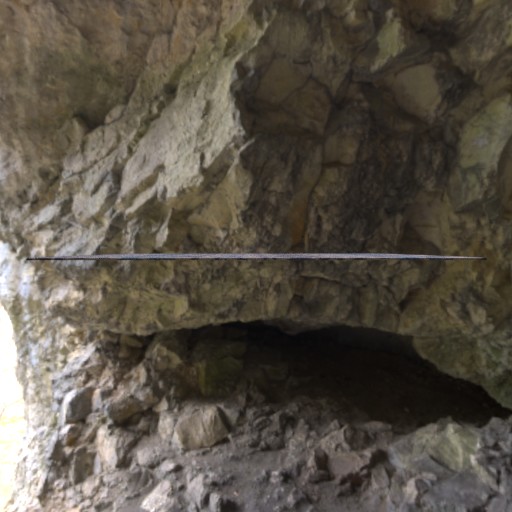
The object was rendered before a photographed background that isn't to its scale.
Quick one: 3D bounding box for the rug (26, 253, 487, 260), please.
[{"bbox_3d":[0.000,0.000,2.996,2.261,0.013,1.676,0,1,-1],"label":"rug"}]
